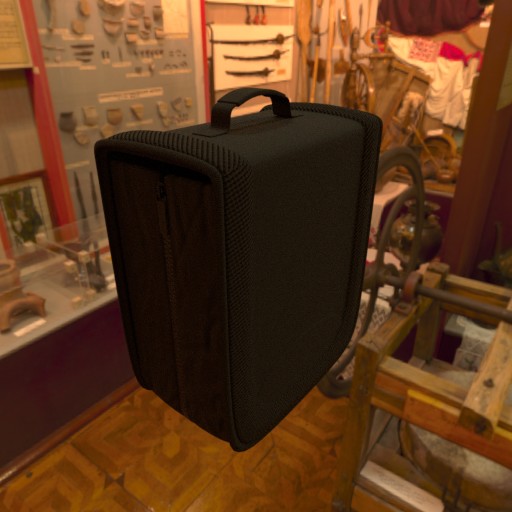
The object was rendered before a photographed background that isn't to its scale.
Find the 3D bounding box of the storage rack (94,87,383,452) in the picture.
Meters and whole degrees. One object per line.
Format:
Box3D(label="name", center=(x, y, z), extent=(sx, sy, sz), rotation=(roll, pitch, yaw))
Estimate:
Box3D(label="storage rack", center=(0.000, 0.000, 0.546), extent=(0.168, 0.387, 0.297), rotation=(20, 33, 34))
